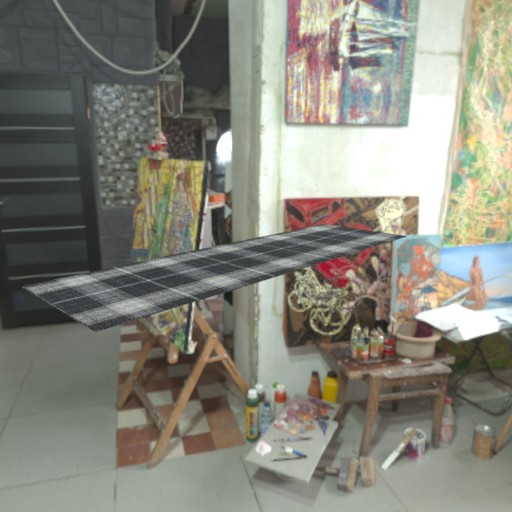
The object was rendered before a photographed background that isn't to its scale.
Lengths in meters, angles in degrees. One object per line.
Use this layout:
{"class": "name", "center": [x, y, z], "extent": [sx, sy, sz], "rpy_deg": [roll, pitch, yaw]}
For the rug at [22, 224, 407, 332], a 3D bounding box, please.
{"class": "rug", "center": [0.000, 0.000, 2.706], "extent": [0.760, 0.012, 2.434], "rpy_deg": [13, 19, 43]}
